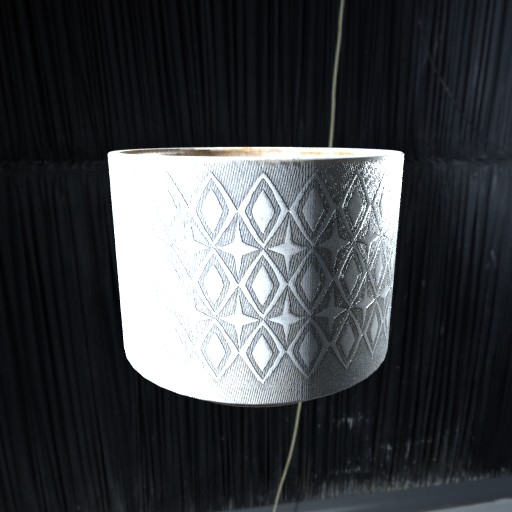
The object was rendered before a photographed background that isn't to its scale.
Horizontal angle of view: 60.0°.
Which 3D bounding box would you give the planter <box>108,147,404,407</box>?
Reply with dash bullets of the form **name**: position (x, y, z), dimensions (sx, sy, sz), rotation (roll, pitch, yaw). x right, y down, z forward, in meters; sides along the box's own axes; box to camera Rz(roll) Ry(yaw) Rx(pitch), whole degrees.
- **planter**: position (0.000, 0.000, 0.312), dimensions (0.186, 0.144, 0.186), rotation (0, 15, 0)
